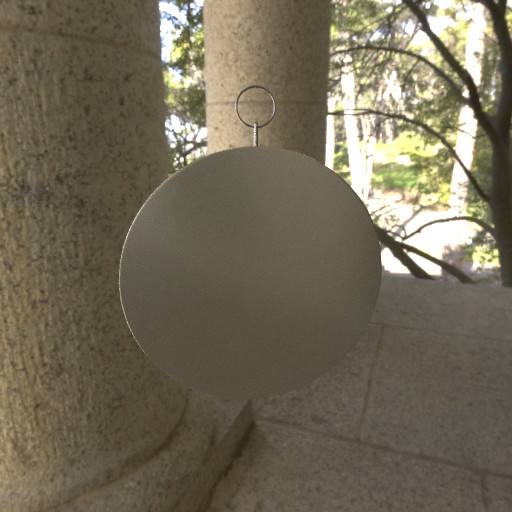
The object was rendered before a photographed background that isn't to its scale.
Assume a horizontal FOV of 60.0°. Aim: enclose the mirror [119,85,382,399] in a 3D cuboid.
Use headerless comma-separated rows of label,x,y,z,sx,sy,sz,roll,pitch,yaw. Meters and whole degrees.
mirror,0.000,0.000,0.988,0.594,0.713,0.020,-2,15,-9
